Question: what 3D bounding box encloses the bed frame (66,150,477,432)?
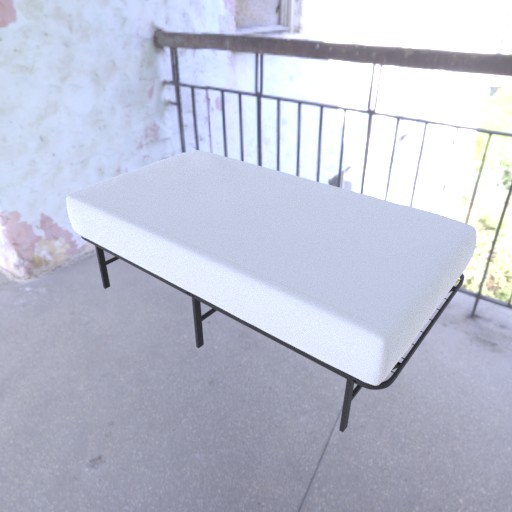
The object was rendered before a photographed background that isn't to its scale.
[{"bbox_3d":[0.000,0.000,2.379,1.908,0.640,1.025,22,38,32],"label":"bed frame"}]
